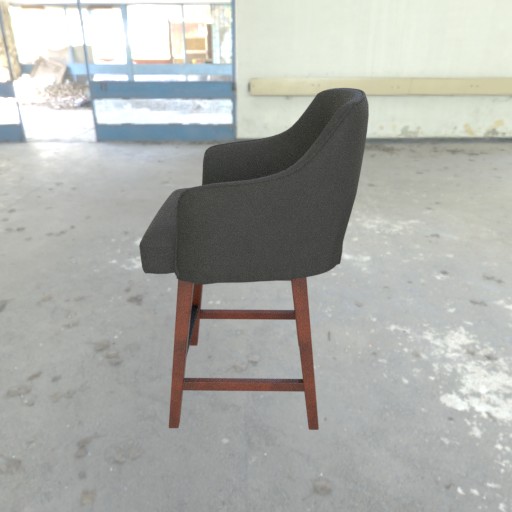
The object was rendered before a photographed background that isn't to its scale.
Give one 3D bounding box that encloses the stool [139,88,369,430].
[{"bbox_3d":[0.000,0.000,1.296,0.558,0.912,0.548,0,24,1],"label":"stool"}]
